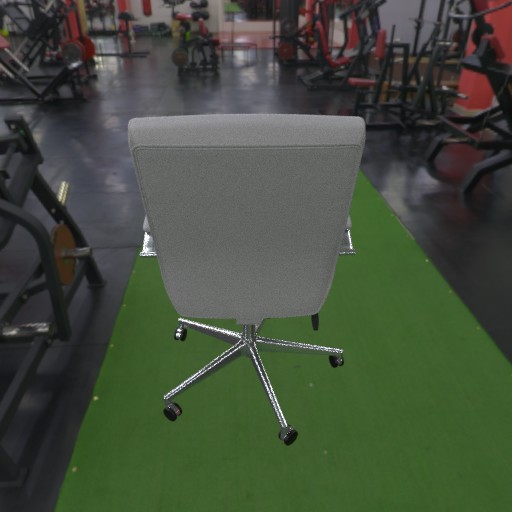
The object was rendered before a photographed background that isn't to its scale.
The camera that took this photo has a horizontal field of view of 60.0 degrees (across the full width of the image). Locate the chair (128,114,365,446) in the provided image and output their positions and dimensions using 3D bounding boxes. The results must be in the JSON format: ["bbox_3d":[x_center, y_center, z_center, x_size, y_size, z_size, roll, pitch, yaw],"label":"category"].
[{"bbox_3d":[0.000,0.000,1.557,0.727,1.099,0.745,-1,31,-1],"label":"chair"}]
